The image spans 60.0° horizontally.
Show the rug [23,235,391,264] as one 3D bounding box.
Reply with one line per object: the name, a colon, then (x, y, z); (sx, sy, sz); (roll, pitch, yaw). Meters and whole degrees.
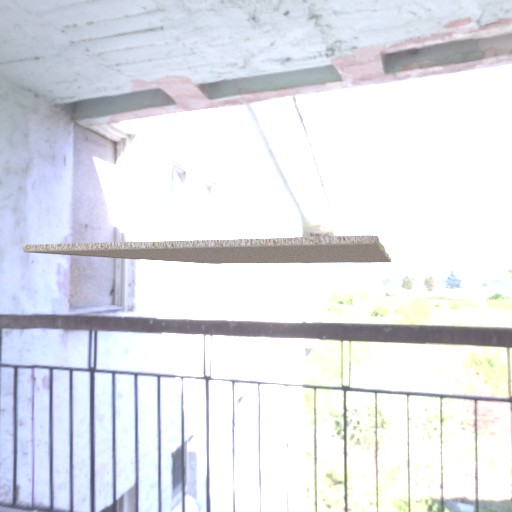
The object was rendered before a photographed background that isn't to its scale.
rug: (0.000, 0.000, 2.108); (1.199, 0.025, 1.600); (-1, -3, 18)
